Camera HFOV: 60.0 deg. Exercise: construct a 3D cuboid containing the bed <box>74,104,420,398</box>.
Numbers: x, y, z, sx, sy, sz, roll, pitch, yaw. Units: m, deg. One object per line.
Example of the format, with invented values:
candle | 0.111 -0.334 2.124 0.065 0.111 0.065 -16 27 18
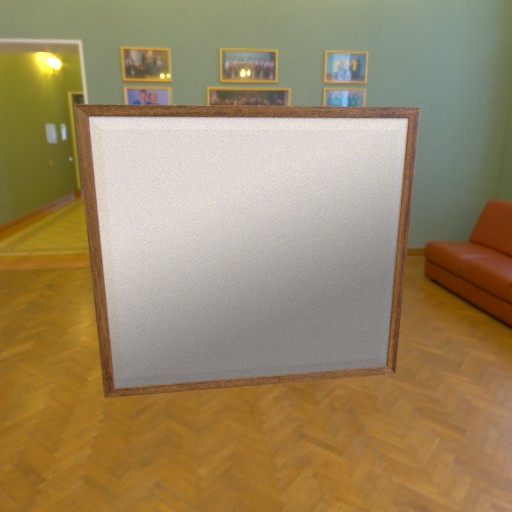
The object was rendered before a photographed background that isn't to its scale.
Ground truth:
bed | 0.000 0.000 1.465 1.041 0.940 0.043 -2 16 -8
